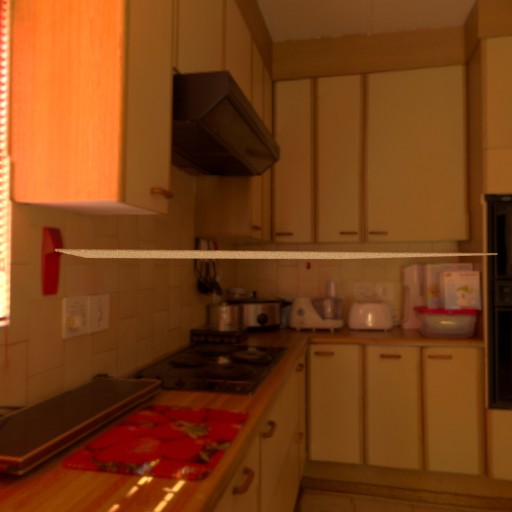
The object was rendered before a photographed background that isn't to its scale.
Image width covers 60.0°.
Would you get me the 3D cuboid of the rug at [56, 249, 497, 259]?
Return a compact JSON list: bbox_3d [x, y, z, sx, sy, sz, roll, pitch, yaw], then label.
[{"bbox_3d":[0.000,0.000,4.036,3.057,0.013,2.434,0,-1,-17],"label":"rug"}]
